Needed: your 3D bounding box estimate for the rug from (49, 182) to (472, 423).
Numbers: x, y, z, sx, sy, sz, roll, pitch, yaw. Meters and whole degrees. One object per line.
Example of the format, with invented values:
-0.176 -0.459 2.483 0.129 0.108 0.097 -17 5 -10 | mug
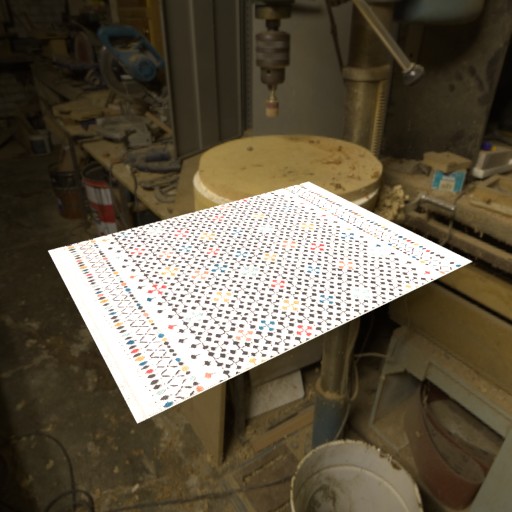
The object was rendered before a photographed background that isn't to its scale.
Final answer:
0.000 0.000 4.146 3.196 0.007 2.354 -19 36 -28 | rug
